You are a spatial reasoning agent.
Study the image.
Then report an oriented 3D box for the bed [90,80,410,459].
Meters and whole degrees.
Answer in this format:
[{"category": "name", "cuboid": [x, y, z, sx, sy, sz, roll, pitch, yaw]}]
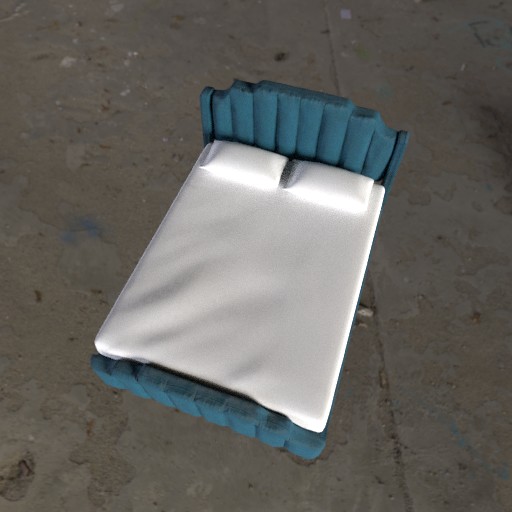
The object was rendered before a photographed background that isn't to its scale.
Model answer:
[{"category": "bed", "cuboid": [0.000, 0.000, 3.324, 1.676, 1.351, 2.322, 16, 59, 10]}]
